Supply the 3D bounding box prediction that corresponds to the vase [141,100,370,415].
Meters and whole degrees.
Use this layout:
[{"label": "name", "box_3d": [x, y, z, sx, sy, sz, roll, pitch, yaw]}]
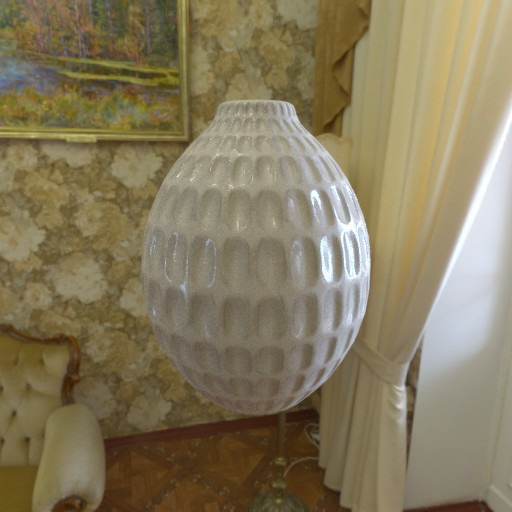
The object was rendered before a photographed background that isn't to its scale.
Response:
[{"label": "vase", "box_3d": [0.000, 0.000, 0.254, 0.128, 0.167, 0.128, 0, 14, 0]}]
